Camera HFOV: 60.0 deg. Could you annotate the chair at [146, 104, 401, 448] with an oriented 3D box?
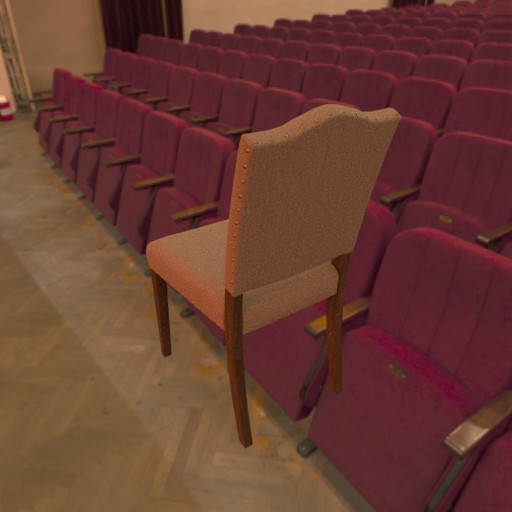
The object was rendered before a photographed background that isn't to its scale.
[{"bbox_3d":[0.000,0.000,1.402,0.508,1.020,0.620,-19,35,-29],"label":"chair"}]
